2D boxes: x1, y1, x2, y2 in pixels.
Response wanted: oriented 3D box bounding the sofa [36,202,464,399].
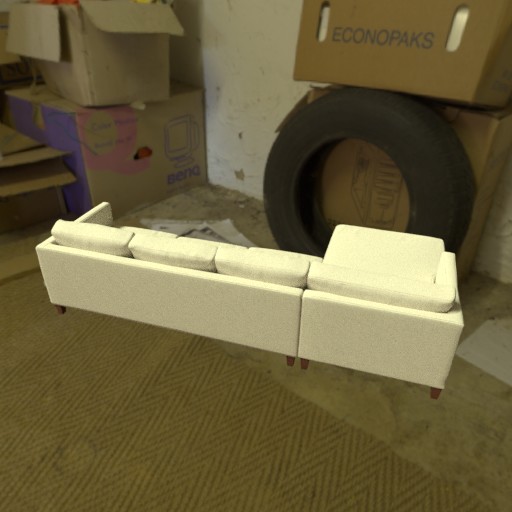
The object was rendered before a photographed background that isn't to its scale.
[{"bbox_3d":[0.000,0.000,3.885,3.186,0.846,1.625,9,32,15],"label":"sofa"}]
